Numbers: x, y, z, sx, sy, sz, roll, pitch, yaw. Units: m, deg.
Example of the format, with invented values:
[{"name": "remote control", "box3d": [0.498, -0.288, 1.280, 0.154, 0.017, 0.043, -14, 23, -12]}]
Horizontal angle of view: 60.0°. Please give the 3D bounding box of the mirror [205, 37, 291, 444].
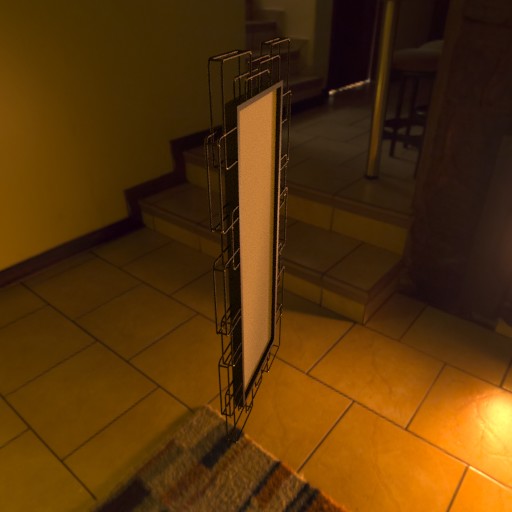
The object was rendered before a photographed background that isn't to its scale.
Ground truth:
[{"name": "mirror", "box3d": [0.000, 0.000, 1.383, 0.037, 1.192, 0.565, 10, 32, 17]}]
